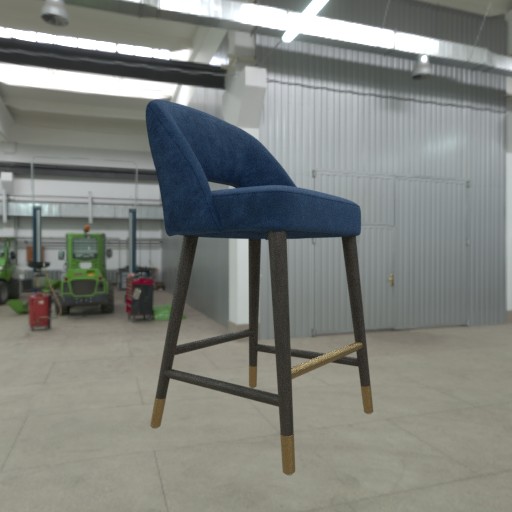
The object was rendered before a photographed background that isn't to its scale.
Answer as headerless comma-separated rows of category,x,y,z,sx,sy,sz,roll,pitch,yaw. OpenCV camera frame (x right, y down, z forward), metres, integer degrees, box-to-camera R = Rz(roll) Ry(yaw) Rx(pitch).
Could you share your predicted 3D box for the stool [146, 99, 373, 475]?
stool,0.000,0.000,1.267,0.524,0.925,0.536,0,1,36
